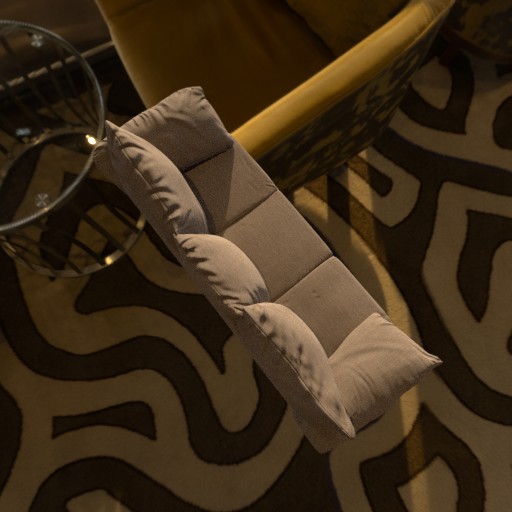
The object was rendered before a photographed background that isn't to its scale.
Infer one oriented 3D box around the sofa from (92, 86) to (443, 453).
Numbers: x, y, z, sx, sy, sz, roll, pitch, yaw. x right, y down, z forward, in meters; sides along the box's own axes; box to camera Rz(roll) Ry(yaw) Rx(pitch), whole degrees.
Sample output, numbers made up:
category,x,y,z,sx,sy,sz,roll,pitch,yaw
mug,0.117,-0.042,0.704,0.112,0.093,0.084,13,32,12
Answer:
category,x,y,z,sx,sy,sz,roll,pitch,yaw
sofa,0.000,0.000,2.887,0.927,1.043,2.390,-37,79,-9
